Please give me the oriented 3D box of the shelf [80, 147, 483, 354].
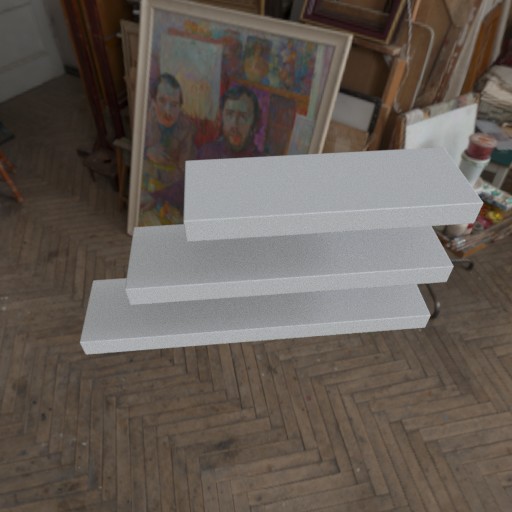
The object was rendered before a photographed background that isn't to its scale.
[{"bbox_3d":[0.000,0.000,0.737,0.610,0.293,0.140,-4,46,-4],"label":"shelf"}]
